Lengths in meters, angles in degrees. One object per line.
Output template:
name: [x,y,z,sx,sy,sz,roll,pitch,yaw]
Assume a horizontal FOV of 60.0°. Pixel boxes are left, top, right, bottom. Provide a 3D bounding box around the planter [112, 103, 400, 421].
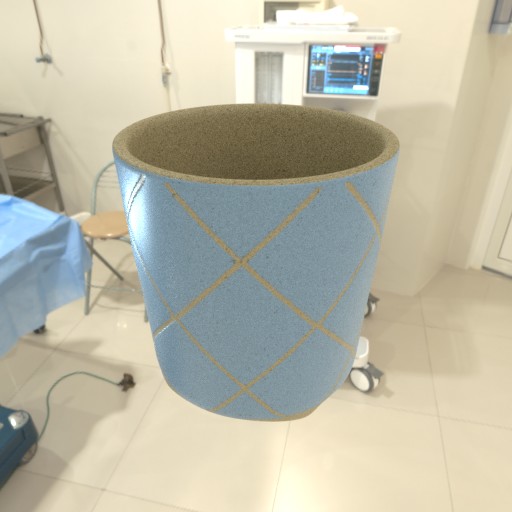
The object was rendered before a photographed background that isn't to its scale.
planter: [0.000,0.000,0.422,0.227,0.235,0.227,0,31,0]
